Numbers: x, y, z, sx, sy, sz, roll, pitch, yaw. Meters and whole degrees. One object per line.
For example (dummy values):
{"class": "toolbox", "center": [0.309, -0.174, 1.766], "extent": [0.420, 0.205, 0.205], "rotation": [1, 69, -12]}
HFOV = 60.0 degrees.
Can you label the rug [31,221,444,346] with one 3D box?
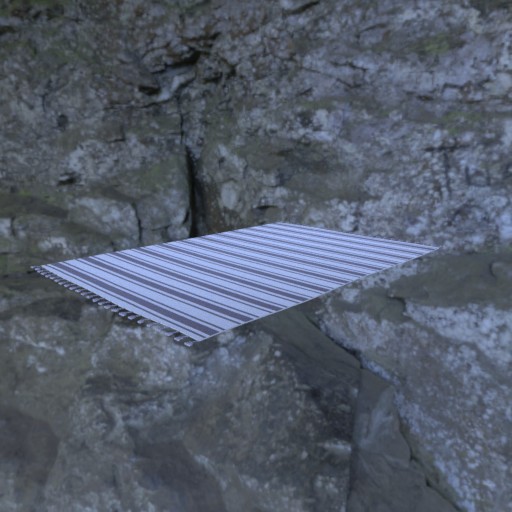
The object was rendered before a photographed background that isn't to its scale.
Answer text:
{"class": "rug", "center": [0.000, 0.000, 3.834], "extent": [2.030, 0.017, 3.040], "rotation": [13, 19, 43]}
